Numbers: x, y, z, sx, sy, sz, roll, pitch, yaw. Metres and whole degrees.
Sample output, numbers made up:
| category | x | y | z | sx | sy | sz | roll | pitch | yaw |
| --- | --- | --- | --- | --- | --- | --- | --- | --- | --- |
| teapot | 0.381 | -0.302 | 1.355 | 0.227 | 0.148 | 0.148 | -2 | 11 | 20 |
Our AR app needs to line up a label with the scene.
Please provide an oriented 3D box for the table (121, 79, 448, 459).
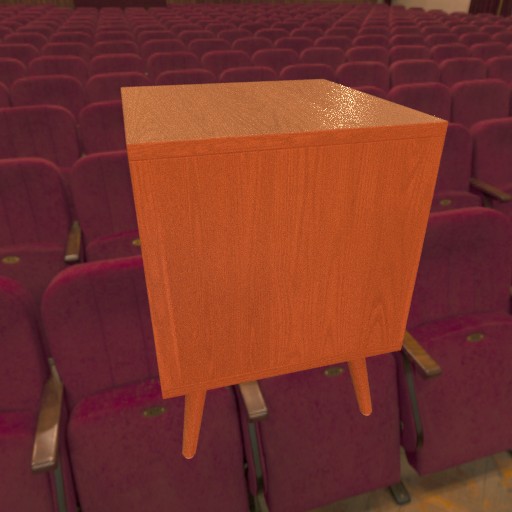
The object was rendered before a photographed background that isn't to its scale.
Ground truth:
| category | x | y | z | sx | sy | sz | roll | pitch | yaw |
| --- | --- | --- | --- | --- | --- | --- | --- | --- | --- |
| table | 0.000 | 0.000 | 0.822 | 0.400 | 0.550 | 0.400 | -8 | 30 | -14 |
